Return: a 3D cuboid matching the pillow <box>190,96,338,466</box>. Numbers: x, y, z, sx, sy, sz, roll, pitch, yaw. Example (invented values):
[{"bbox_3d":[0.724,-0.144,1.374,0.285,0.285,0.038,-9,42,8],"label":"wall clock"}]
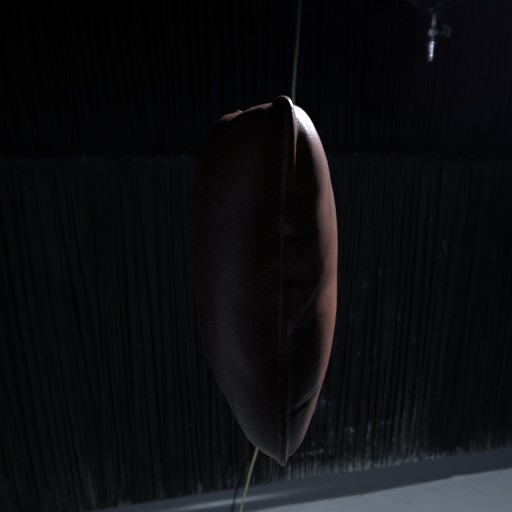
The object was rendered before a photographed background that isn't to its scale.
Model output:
[{"bbox_3d":[0.000,0.000,0.813,0.236,0.523,0.532,-3,16,-10],"label":"pillow"}]
